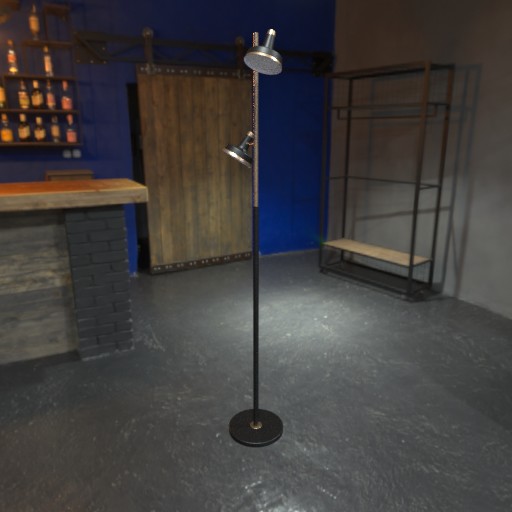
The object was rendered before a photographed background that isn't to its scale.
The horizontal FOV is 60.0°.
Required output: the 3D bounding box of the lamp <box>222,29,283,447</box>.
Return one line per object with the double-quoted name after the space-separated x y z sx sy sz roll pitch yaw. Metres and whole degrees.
0.000 0.000 1.830 0.253 1.674 0.351 -7 18 -24 "lamp"
